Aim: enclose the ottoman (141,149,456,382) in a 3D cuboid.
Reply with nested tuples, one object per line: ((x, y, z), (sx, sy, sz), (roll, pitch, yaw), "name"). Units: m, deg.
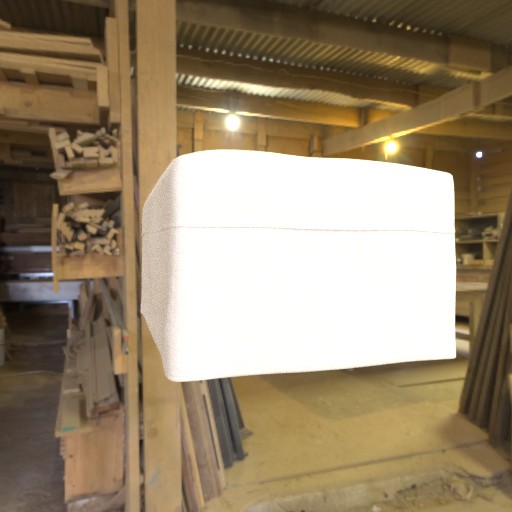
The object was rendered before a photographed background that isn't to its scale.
((0.000, 0.000, 1.206), (0.590, 0.444, 0.872), (0, 1, -18), "ottoman")
